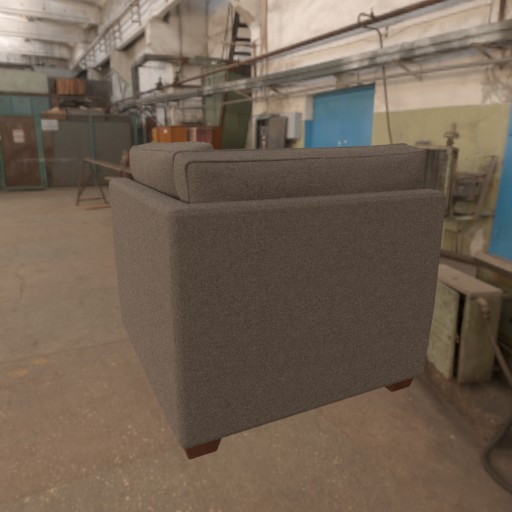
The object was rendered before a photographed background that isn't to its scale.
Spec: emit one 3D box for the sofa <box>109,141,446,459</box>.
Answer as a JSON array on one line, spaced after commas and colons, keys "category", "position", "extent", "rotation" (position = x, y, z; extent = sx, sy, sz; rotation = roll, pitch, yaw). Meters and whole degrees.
[{"category": "sofa", "position": [0.000, 0.000, 1.996], "extent": [1.084, 1.002, 1.146], "rotation": [-7, 17, -25]}]
